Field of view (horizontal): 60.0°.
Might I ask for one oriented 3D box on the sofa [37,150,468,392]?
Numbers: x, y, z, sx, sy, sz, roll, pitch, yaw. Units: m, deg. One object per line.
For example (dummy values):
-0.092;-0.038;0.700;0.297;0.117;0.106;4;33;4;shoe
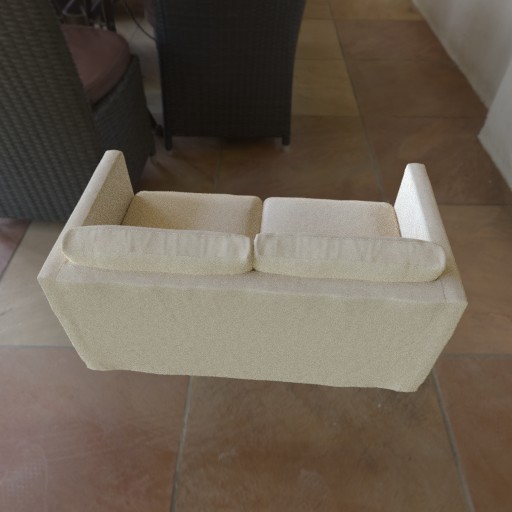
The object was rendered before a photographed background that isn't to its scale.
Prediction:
0.000;0.000;2.269;1.746;0.834;0.962;3;46;3;sofa
